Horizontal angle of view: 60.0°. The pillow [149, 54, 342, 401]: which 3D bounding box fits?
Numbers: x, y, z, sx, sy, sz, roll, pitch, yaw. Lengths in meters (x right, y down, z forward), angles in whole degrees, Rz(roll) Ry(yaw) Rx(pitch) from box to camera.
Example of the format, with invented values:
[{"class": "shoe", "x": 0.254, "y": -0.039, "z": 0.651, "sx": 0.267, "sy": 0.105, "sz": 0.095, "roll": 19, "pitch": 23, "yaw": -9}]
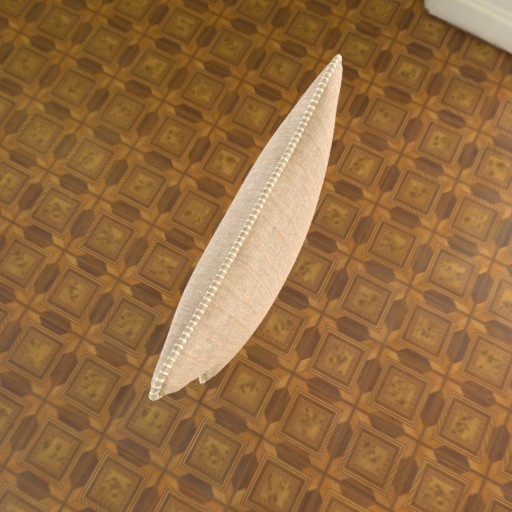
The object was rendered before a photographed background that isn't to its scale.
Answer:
[{"class": "pillow", "x": 0.000, "y": 0.000, "z": 0.742, "sx": 0.124, "sy": 0.494, "sz": 0.485, "roll": 27, "pitch": 77, "yaw": 6}]
